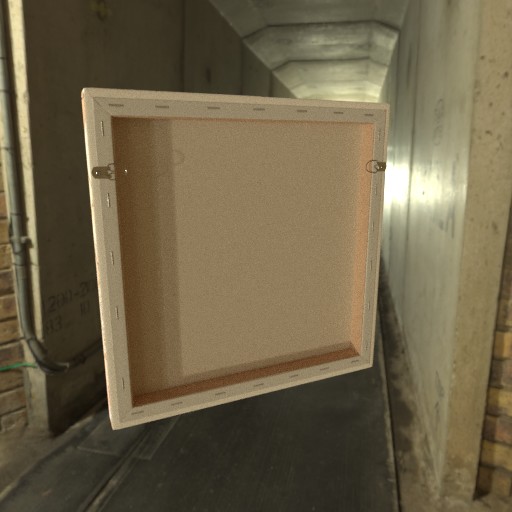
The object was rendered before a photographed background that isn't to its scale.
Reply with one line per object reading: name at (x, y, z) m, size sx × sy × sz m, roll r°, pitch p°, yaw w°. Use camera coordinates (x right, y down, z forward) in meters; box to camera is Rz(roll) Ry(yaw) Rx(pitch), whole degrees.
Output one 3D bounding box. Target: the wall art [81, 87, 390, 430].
wall art at (0.000, 0.000, 0.749) m, size 0.507 × 0.508 × 0.038 m, roll -6°, pitch 15°, yaw -24°
